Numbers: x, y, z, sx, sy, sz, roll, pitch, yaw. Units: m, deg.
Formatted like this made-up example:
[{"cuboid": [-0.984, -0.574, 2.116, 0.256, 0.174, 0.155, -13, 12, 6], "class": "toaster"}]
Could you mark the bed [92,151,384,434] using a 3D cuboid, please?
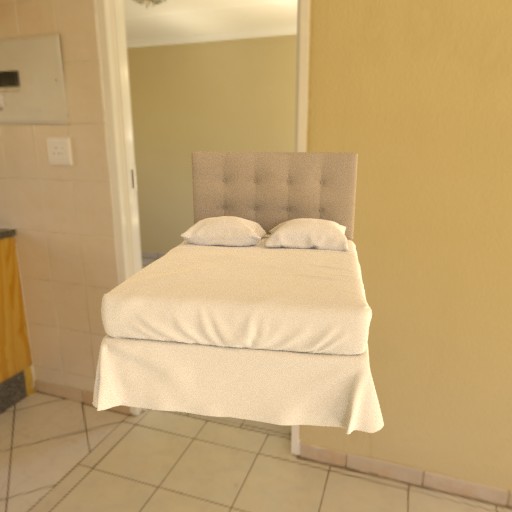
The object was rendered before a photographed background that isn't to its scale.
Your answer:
[{"cuboid": [0.000, 0.000, 3.556, 1.936, 1.577, 2.222, 2, 15, 9], "class": "bed"}]
